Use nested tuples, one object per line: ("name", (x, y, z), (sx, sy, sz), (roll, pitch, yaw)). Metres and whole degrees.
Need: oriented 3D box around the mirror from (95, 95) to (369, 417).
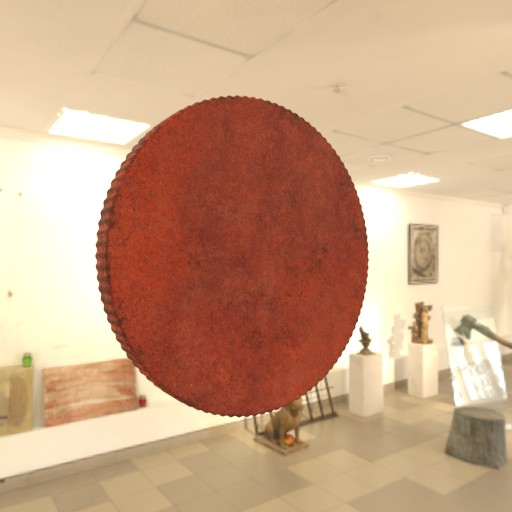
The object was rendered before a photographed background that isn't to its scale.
("mirror", (0.000, 0.000, 0.877), (0.609, 0.609, 0.056), (1, -1, -36))
